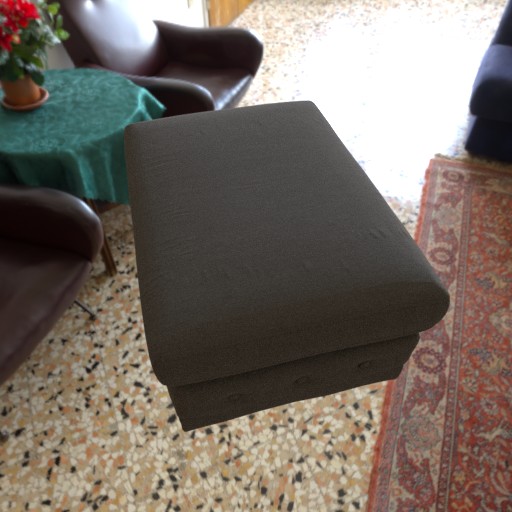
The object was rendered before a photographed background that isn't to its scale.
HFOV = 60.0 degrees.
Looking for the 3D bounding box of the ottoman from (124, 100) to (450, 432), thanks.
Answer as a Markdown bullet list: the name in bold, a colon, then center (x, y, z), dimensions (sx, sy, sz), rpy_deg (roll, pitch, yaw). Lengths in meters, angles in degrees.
- **ottoman**: center (0.000, 0.000, 1.164), dimensions (0.569, 0.500, 0.771), rpy_deg (-11, 48, -10)
